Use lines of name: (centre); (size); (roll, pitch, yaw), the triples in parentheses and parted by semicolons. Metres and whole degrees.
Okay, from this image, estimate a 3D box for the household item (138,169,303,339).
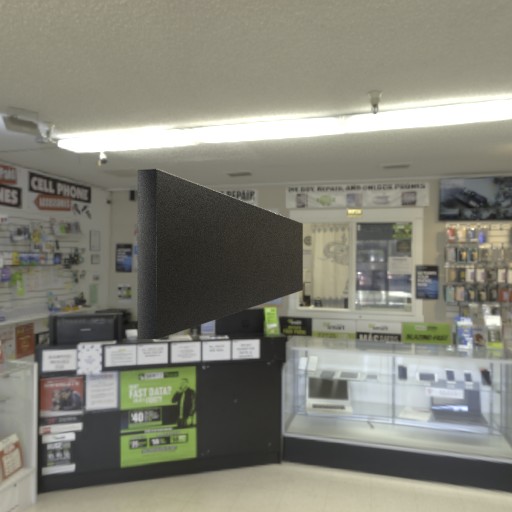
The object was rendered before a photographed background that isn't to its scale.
household item: (0.000, 0.000, 1.092); (0.030, 0.236, 1.001); (0, 0, 18)
